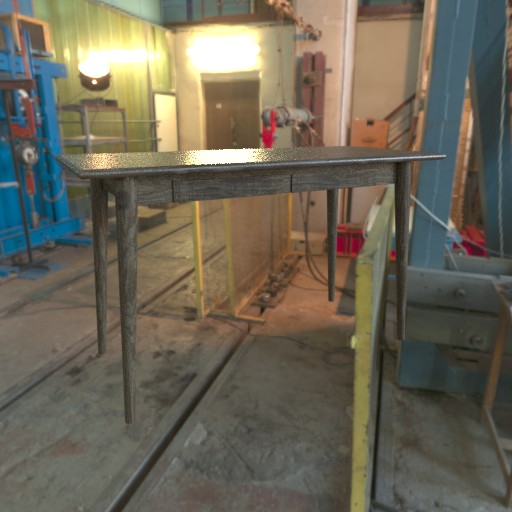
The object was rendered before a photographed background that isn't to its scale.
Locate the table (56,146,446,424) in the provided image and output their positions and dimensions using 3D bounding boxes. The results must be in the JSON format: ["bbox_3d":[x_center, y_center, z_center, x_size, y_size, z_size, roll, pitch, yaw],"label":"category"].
[{"bbox_3d":[0.000,0.000,1.734,1.300,0.780,0.599,-9,19,-27],"label":"table"}]
